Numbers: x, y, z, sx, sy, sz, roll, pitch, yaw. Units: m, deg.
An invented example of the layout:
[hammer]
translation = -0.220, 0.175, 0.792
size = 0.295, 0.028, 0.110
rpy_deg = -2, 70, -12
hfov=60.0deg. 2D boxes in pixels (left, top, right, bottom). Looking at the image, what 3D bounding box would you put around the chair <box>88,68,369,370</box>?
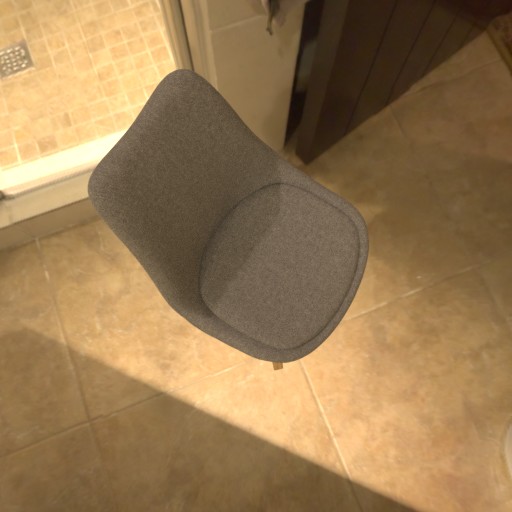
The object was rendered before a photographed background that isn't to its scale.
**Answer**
[chair]
translation = 0.000, 0.000, 1.182
size = 0.550, 0.865, 0.483
rpy_deg = 31, 78, 7
